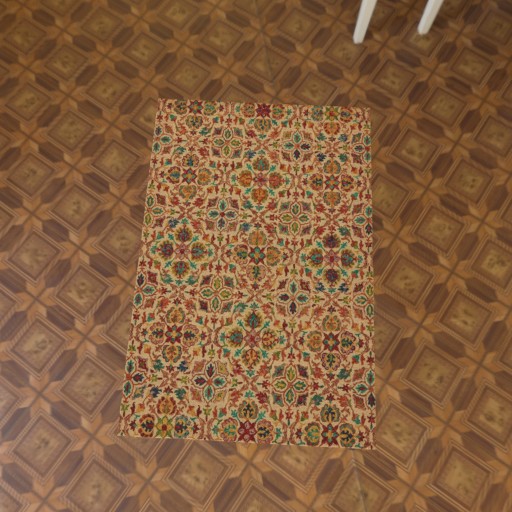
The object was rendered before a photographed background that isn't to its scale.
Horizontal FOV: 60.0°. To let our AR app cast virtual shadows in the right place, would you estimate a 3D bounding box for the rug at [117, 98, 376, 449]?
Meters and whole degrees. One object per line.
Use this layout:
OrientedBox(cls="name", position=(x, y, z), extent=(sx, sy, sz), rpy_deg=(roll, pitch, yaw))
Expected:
OrientedBox(cls="rug", position=(0.000, 0.000, 2.924), extent=(1.541, 0.018, 2.297), rpy_deg=(3, 75, 1))
